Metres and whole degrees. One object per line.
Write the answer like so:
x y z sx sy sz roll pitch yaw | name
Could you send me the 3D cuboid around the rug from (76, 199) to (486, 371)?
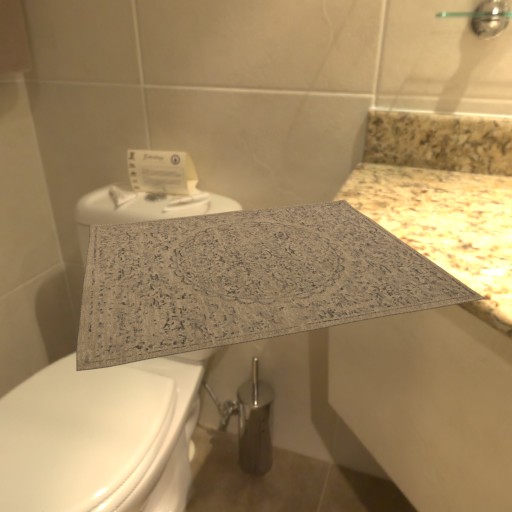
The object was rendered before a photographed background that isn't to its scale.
0.000 0.000 3.974 2.925 0.026 2.343 -7 27 -15 | rug
